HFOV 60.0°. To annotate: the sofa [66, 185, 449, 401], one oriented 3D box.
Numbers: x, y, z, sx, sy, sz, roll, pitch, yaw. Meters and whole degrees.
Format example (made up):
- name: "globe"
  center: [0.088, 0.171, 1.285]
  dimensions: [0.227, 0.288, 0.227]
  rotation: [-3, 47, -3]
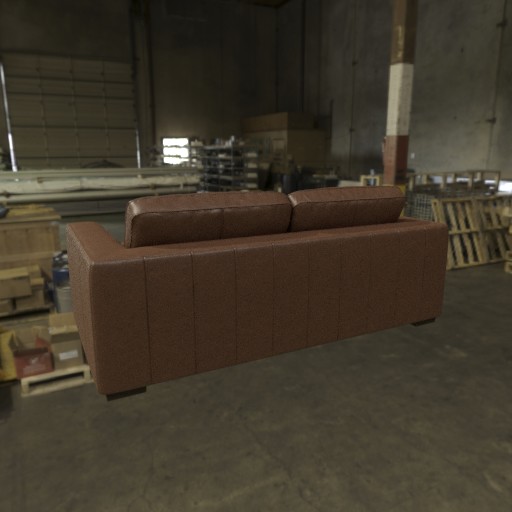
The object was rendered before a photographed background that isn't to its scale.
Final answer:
- name: "sofa"
  center: [0.000, 0.000, 2.523]
  dimensions: [1.920, 0.800, 1.070]
  rotation: [-7, 15, -27]
